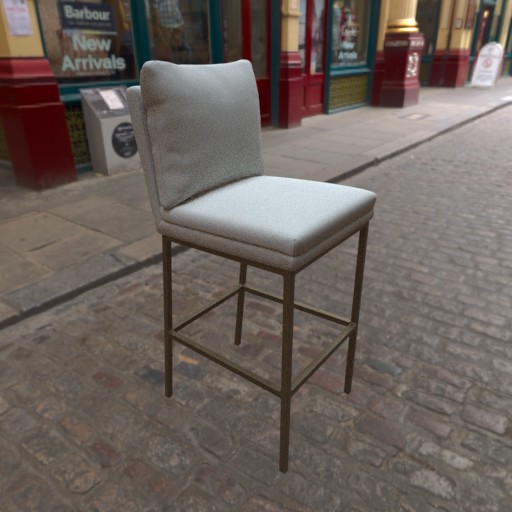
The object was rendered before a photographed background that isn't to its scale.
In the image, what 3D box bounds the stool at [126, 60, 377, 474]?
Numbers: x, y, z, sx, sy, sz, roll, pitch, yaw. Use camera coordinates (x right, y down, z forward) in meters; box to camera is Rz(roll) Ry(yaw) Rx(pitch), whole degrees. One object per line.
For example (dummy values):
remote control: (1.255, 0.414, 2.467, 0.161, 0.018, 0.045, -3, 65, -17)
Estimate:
stool: (0.000, 0.000, 1.394, 0.572, 1.125, 0.463, 17, 30, 33)
